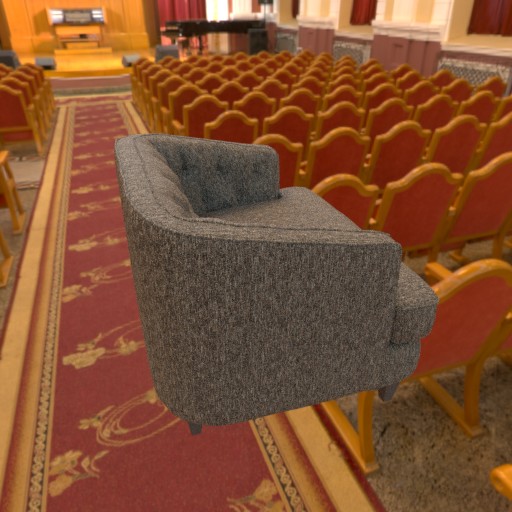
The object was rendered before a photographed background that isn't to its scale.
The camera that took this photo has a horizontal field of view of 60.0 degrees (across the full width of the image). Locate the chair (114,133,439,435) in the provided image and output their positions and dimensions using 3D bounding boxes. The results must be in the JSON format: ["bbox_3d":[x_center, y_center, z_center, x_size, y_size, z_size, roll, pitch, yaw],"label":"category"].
[{"bbox_3d":[0.000,0.000,1.742,0.941,0.852,1.104,-9,31,-16],"label":"chair"}]
